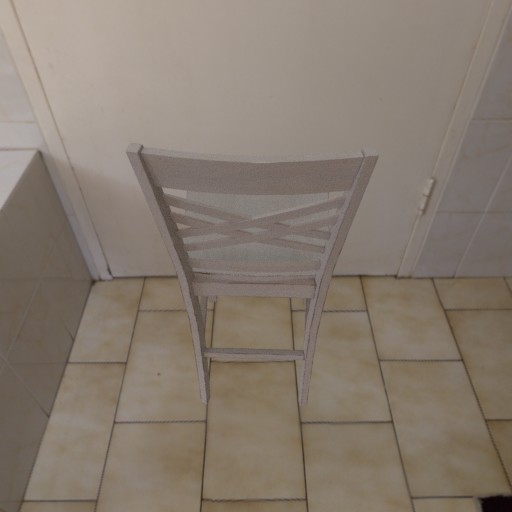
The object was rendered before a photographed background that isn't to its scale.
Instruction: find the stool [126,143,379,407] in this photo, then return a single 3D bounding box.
[{"bbox_3d":[0.000,0.000,1.368,0.462,1.079,0.539,1,46,1],"label":"stool"}]
